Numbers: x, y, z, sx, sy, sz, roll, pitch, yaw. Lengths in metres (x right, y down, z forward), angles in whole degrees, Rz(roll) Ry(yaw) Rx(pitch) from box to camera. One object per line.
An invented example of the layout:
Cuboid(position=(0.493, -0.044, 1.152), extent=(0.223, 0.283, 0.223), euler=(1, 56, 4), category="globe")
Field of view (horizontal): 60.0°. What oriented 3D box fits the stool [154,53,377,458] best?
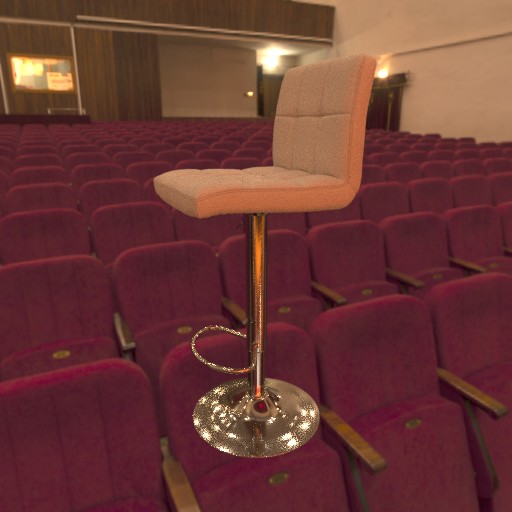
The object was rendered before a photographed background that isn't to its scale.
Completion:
Cuboid(position=(0.000, 0.000, 1.341), extent=(0.505, 1.115, 0.430), euler=(-8, 18, -24), category="stool")
